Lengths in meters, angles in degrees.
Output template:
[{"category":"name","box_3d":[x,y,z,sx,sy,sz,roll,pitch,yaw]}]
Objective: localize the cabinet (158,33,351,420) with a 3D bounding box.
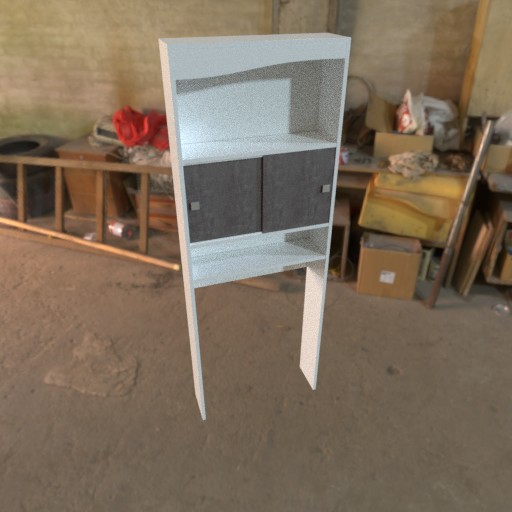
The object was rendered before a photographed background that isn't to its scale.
[{"category":"cabinet","box_3d":[0.000,0.000,1.997,0.643,1.770,0.192,-10,33,-16]}]
